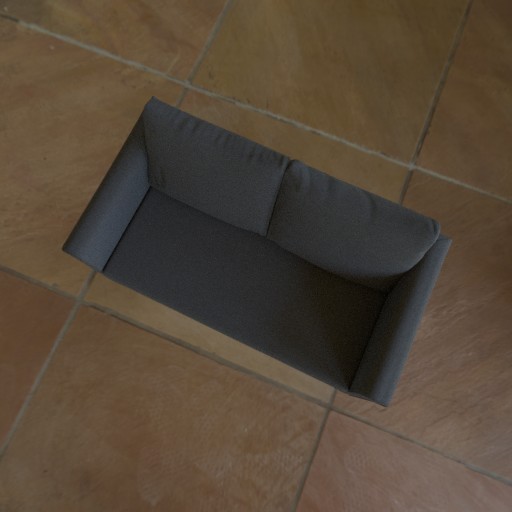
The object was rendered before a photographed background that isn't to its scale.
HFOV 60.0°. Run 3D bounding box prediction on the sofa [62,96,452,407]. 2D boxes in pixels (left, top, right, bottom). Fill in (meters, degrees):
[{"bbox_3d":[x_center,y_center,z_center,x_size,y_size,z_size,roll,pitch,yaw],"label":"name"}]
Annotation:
[{"bbox_3d":[0.000,0.000,2.002,1.460,0.872,0.741,25,77,6],"label":"sofa"}]
